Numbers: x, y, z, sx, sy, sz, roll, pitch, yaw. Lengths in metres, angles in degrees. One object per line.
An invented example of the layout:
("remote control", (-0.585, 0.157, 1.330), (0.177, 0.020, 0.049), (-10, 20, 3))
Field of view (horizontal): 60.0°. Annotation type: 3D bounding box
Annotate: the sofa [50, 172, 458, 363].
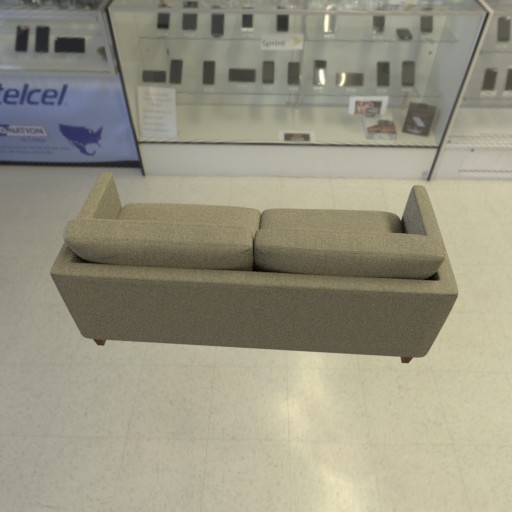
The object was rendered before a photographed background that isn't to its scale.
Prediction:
("sofa", (0.000, 0.000, 2.856), (2.208, 0.960, 0.956), (3, 47, 3))
